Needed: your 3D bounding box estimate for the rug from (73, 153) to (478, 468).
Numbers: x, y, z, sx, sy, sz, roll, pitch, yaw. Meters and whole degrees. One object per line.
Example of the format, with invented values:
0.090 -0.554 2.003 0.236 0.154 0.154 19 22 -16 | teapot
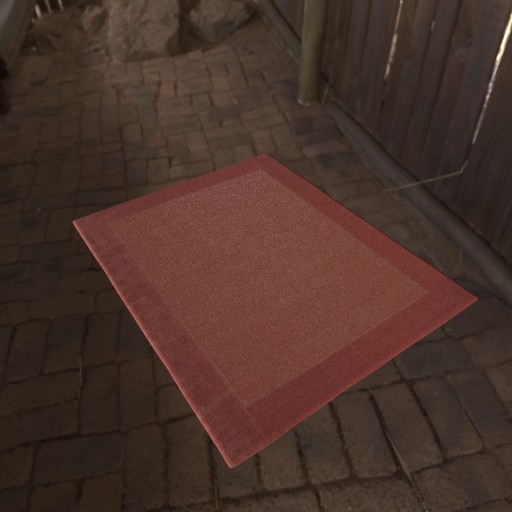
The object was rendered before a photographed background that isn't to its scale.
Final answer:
0.000 0.000 4.055 2.430 0.018 2.976 -25 48 -25 | rug
